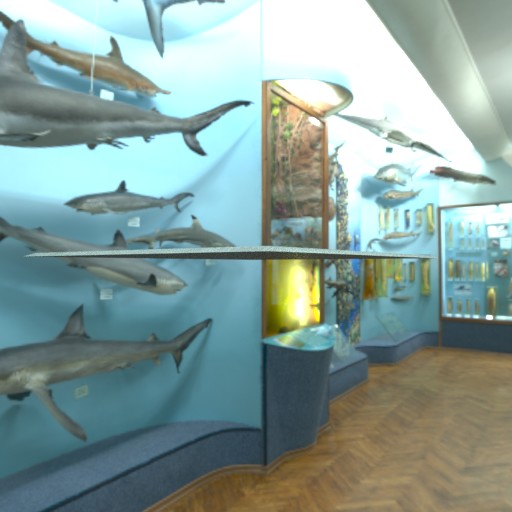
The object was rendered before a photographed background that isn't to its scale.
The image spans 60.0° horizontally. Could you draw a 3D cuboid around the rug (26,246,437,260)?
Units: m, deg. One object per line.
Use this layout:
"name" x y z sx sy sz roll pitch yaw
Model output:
"rug" 0.000 0.000 3.856 2.332 0.027 2.933 -1 -1 37
